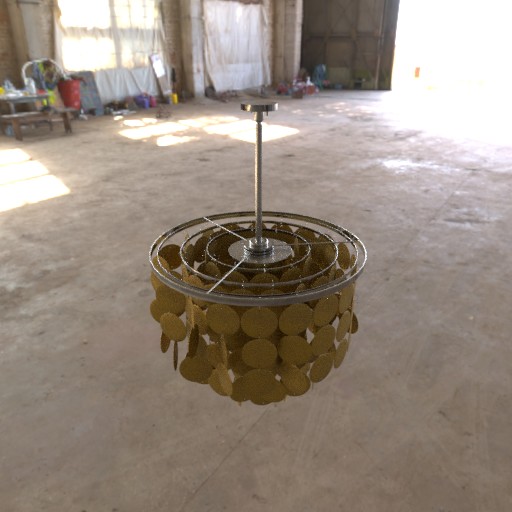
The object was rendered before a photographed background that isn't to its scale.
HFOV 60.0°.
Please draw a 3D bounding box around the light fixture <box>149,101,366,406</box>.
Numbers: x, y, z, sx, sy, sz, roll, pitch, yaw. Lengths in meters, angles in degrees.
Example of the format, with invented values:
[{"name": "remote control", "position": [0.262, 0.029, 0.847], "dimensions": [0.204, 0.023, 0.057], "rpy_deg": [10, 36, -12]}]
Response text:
[{"name": "light fixture", "position": [0.000, 0.000, 0.749], "dimensions": [0.368, 0.492, 0.368], "rpy_deg": [0, 25, 0]}]
